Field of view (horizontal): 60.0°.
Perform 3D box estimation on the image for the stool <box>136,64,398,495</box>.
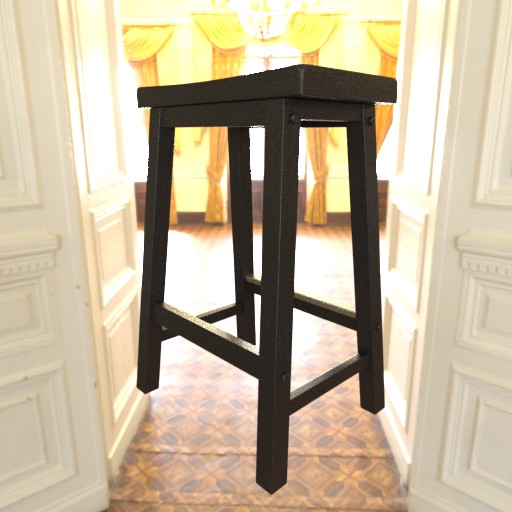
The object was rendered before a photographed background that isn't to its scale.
[{"bbox_3d":[0.000,0.000,0.835,0.322,0.610,0.406,-14,21,-42],"label":"stool"}]
